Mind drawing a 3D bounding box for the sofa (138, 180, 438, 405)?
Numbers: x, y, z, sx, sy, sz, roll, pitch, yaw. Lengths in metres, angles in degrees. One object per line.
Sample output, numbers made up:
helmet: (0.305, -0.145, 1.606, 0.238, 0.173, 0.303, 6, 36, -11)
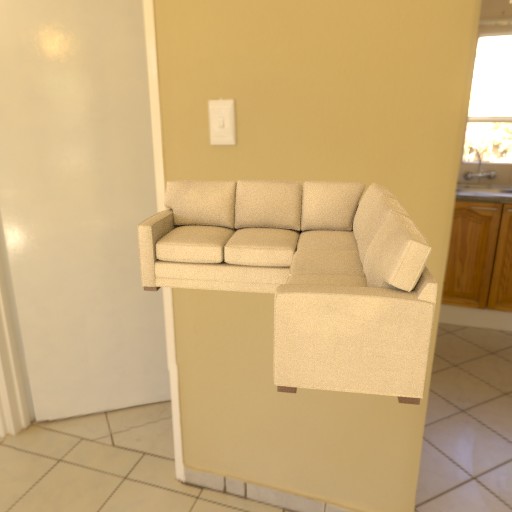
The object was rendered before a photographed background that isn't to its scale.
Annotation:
sofa: (0.000, 0.000, 3.444, 2.182, 0.939, 2.189, 3, 17, 9)
